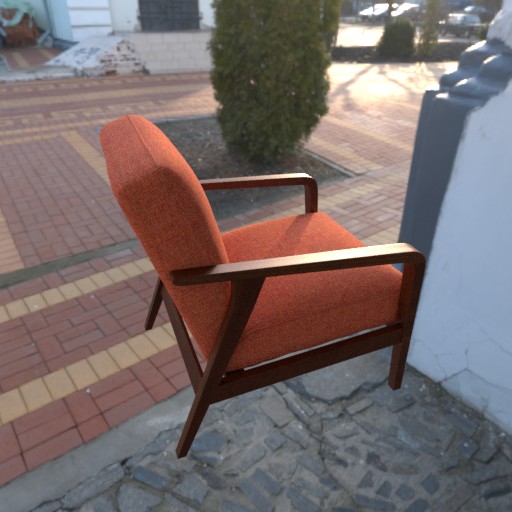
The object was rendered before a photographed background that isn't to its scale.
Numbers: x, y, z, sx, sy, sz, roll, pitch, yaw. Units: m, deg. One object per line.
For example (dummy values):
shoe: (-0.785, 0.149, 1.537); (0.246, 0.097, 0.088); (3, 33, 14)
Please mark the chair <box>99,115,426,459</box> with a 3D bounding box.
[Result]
chair: (0.000, 0.000, 1.487); (0.860, 0.890, 0.719); (-10, 31, -18)
